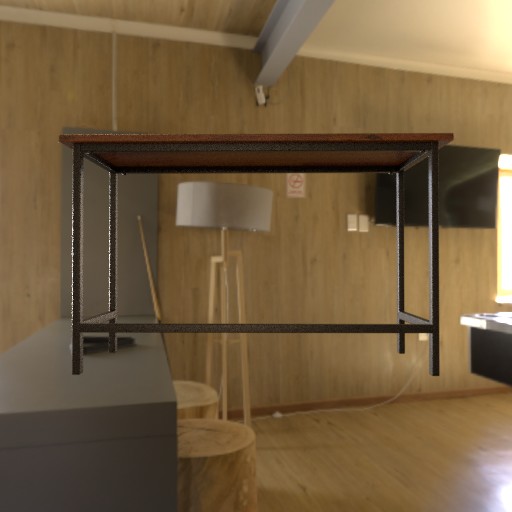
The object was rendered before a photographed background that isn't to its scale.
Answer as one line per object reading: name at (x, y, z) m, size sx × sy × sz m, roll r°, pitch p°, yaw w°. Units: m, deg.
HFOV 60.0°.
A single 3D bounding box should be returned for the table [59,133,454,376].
table at (0.000, 0.000, 1.548) m, size 1.204 × 0.740 × 0.408 m, roll 0°, pitch -1°, yaw 1°
